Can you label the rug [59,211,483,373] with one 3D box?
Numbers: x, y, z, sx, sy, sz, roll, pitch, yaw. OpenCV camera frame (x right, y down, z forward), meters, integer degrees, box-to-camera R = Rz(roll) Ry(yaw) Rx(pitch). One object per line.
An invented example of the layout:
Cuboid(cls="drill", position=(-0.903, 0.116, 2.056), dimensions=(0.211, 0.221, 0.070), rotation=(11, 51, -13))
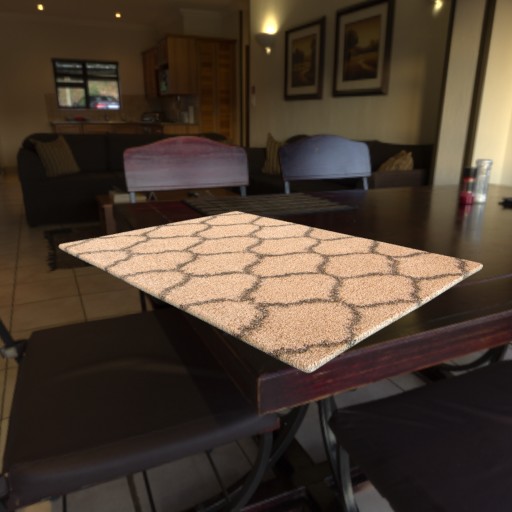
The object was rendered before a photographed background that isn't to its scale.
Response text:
Cuboid(cls="rug", position=(0.000, 0.000, 2.063), dimensions=(1.200, 0.025, 1.600), rotation=(-16, 23, -42))
